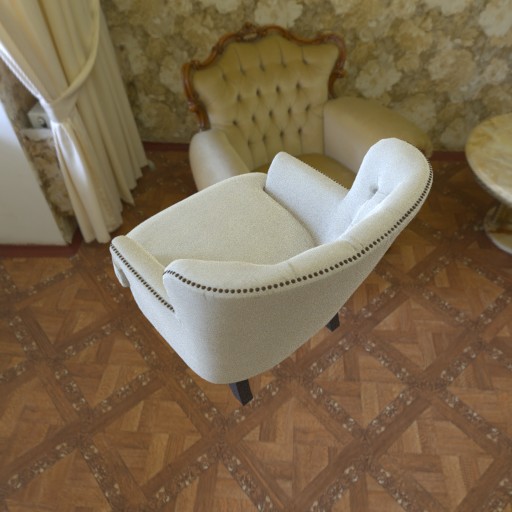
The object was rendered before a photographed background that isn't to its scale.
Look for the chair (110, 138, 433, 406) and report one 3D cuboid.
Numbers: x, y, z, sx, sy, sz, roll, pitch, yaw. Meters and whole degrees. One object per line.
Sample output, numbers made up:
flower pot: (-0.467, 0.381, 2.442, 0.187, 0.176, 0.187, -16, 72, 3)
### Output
chair: (0.000, 0.000, 1.557, 0.848, 0.868, 0.906, -33, 55, -27)
